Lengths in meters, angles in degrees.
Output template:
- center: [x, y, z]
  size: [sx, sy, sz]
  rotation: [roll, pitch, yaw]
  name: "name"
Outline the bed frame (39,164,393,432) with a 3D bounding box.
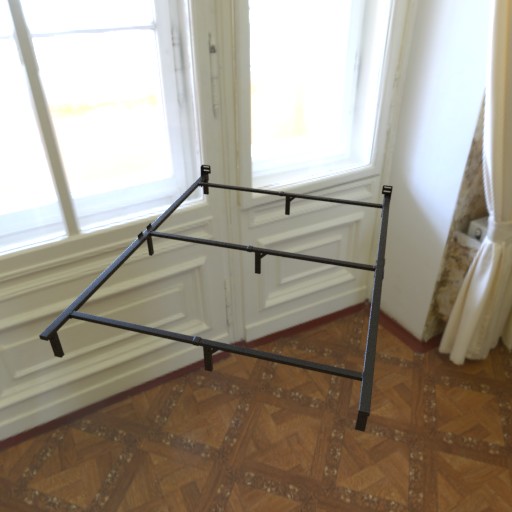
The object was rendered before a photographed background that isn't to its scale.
- center: [0.000, 0.000, 2.678]
  size: [1.498, 0.248, 1.990]
  rotation: [9, 34, 14]
  name: "bed frame"
